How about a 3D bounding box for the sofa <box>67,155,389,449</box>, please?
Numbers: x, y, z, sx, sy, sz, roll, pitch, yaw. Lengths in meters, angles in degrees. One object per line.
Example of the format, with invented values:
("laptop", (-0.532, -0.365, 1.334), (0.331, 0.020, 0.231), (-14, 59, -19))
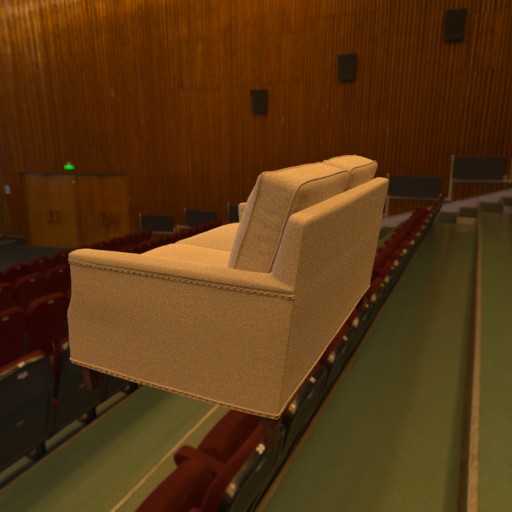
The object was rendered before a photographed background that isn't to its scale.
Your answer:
("sofa", (0.000, 0.000, 2.315), (1.084, 1.003, 1.597), (7, 17, 25))
